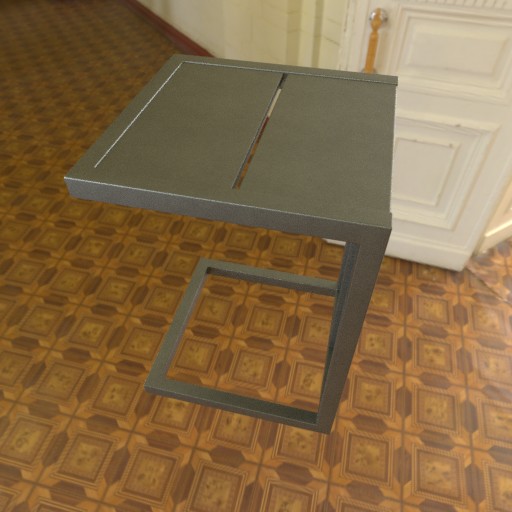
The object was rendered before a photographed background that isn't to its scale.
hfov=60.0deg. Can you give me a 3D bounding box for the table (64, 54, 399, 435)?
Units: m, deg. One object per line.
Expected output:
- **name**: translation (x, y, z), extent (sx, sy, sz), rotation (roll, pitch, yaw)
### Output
- **table**: translation (0.000, 0.000, 0.899), extent (0.420, 0.609, 0.405), rotation (10, 47, 9)
